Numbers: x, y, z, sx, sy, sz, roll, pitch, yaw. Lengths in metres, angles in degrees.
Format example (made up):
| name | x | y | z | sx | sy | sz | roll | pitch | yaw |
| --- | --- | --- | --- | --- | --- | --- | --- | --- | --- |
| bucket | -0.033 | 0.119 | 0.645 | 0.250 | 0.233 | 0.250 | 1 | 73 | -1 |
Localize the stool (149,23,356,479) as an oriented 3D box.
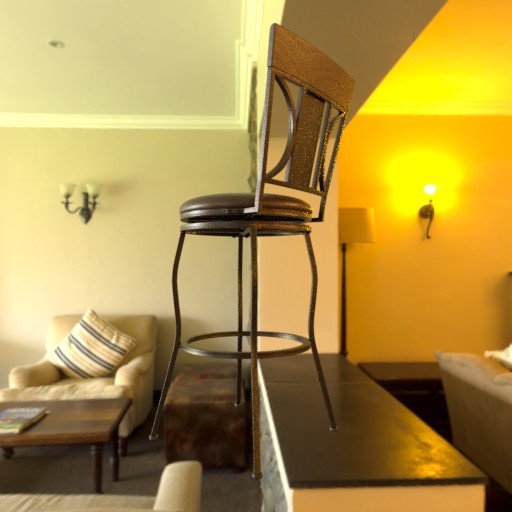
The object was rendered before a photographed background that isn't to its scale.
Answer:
| name | x | y | z | sx | sy | sz | roll | pitch | yaw |
| --- | --- | --- | --- | --- | --- | --- | --- | --- | --- |
| stool | 0.000 | 0.000 | 1.392 | 0.513 | 1.130 | 0.448 | -1 | -2 | 38 |
